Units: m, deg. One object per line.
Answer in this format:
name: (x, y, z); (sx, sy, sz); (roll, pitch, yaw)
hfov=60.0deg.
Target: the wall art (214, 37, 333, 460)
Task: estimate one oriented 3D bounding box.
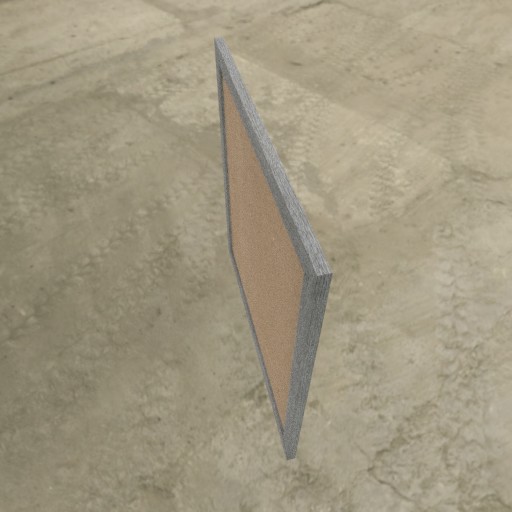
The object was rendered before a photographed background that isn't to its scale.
wall art: (0.000, 0.000, 1.000); (0.020, 0.685, 0.685); (-10, 49, -9)
